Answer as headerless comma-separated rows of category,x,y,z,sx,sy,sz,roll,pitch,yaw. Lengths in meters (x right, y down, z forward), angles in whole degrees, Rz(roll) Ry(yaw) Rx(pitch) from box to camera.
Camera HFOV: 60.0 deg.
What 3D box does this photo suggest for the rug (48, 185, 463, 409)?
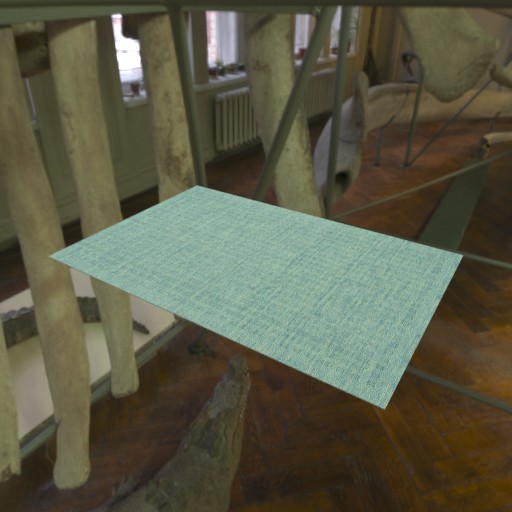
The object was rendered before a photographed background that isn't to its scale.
rug,0.000,0.000,2.936,2.286,0.006,1.522,18,35,28
